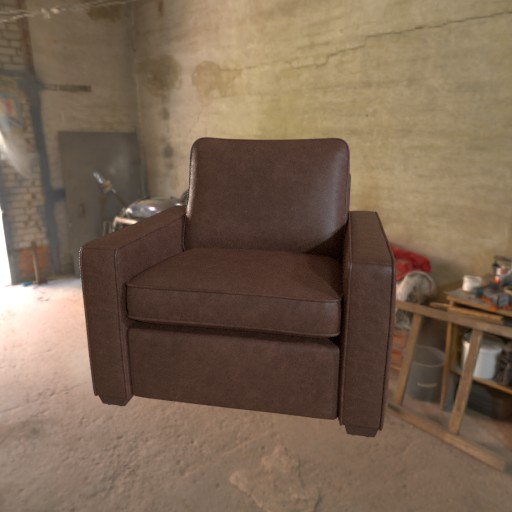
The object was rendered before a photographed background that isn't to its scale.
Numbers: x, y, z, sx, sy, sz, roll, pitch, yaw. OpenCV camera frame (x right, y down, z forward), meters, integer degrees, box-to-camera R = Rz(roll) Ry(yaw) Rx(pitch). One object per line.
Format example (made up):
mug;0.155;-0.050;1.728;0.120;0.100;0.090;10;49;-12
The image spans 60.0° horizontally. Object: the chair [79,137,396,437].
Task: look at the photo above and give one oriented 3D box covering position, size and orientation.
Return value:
chair;0.000;0.000;1.781;1.017;0.919;0.940;3;16;11
